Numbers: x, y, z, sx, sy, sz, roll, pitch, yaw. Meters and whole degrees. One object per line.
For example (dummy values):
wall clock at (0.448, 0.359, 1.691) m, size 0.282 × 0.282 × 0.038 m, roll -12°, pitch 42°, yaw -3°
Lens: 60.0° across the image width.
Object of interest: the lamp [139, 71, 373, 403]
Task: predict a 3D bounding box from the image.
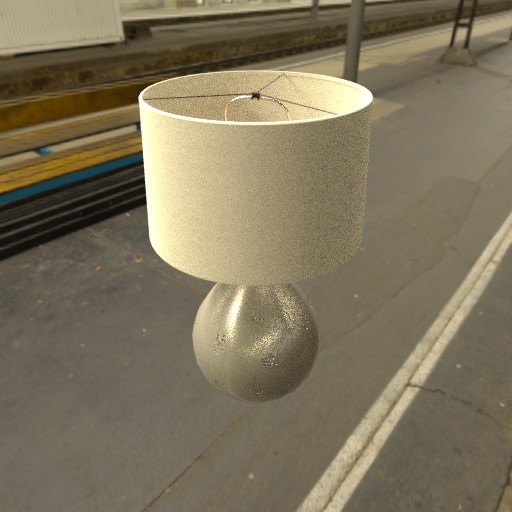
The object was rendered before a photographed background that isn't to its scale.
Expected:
lamp at (0.000, 0.000, 0.732) m, size 0.330 × 0.521 × 0.330 m, roll 0°, pitch 32°, yaw 0°
